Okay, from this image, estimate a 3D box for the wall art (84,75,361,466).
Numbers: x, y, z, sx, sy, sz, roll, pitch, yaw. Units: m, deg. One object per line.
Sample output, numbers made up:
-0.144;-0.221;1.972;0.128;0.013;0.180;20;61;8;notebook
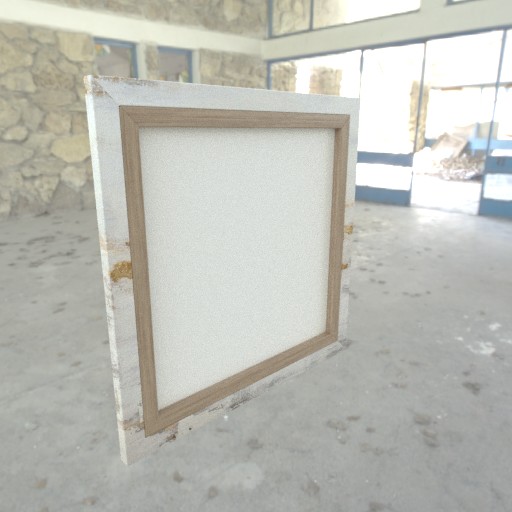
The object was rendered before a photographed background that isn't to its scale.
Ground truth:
0.000;0.000;1.443;1.015;1.018;0.040;-14;21;-41;wall art
